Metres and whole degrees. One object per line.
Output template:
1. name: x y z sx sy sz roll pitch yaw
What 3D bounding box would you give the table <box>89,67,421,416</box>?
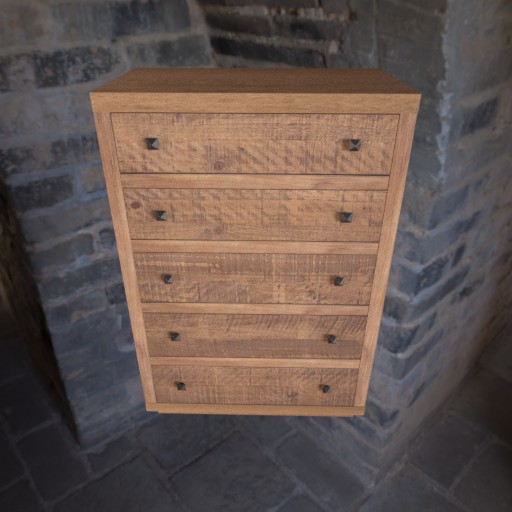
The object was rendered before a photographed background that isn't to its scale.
1. table: 0.000 0.000 1.729 0.901 1.294 0.524 1 30 1
